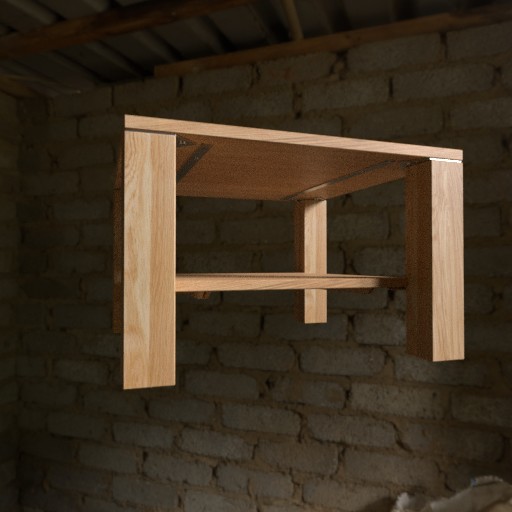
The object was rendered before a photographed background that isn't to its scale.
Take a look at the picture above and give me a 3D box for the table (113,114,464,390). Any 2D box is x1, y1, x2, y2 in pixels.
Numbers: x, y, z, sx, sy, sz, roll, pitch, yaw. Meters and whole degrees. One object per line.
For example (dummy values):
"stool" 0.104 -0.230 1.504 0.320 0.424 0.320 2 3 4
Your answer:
"table" 0.000 0.000 1.166 0.700 0.450 0.700 0 -1 -19
